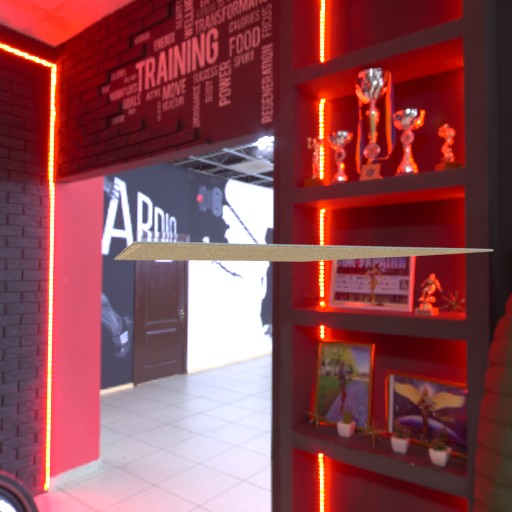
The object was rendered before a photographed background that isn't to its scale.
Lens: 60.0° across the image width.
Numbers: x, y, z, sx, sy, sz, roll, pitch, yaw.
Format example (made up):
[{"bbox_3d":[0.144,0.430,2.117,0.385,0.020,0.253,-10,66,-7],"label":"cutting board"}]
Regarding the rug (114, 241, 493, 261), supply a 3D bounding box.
[{"bbox_3d":[0.000,0.000,3.887,2.288,0.018,2.895,1,-2,-20],"label":"rug"}]
